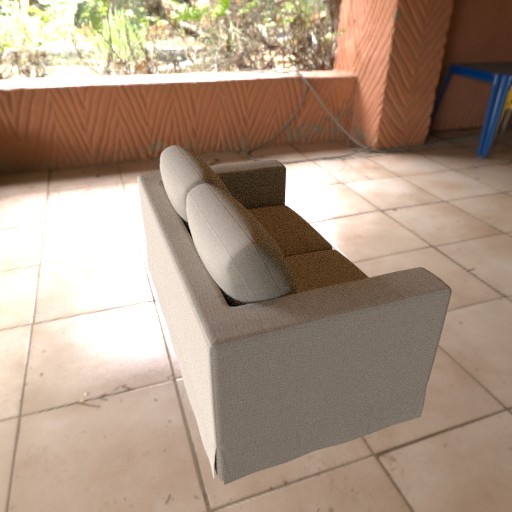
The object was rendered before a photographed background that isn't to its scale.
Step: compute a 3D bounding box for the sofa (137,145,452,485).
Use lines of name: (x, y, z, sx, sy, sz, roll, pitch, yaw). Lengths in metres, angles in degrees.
sofa: (0.000, 0.000, 2.405, 1.009, 0.932, 1.813, -10, 31, -18)
